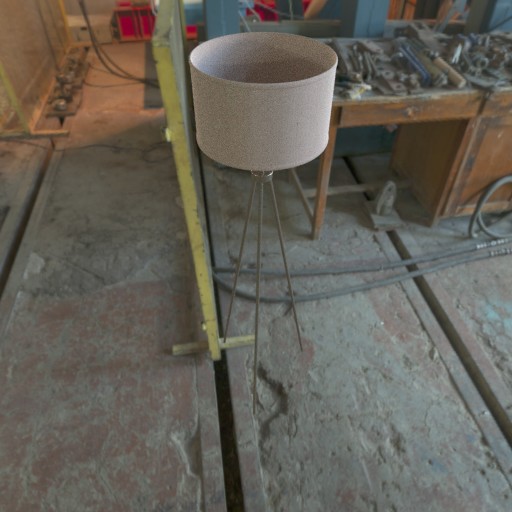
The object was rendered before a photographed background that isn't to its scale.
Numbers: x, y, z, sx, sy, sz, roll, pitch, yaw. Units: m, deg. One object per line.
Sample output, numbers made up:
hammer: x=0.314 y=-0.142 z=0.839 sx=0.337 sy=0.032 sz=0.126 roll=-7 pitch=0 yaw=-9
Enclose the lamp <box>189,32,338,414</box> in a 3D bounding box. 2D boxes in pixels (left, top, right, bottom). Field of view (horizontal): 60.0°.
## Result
lamp: x=0.000 y=0.000 z=1.760 sx=0.460 sy=1.545 sz=0.449 roll=26 pitch=49 yaw=25
